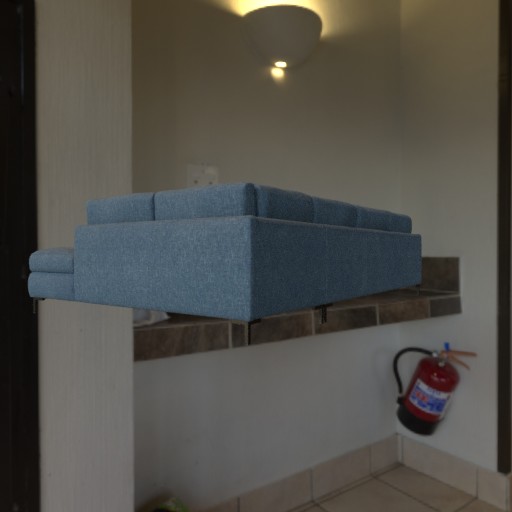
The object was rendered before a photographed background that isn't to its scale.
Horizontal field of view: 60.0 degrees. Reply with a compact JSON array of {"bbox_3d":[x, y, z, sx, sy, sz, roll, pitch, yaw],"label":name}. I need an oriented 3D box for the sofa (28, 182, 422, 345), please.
[{"bbox_3d":[0.000,0.000,3.828,2.007,0.815,2.949,0,1,36],"label":"sofa"}]
